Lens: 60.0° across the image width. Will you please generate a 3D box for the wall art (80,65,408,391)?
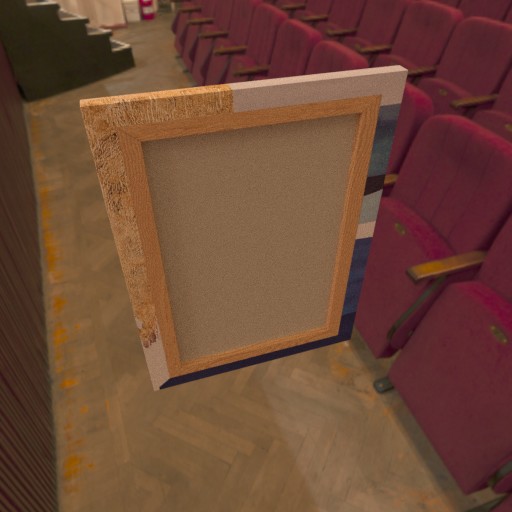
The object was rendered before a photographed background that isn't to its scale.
[{"bbox_3d":[0.000,0.000,0.801,0.458,0.613,0.026,-12,42,-13],"label":"wall art"}]
